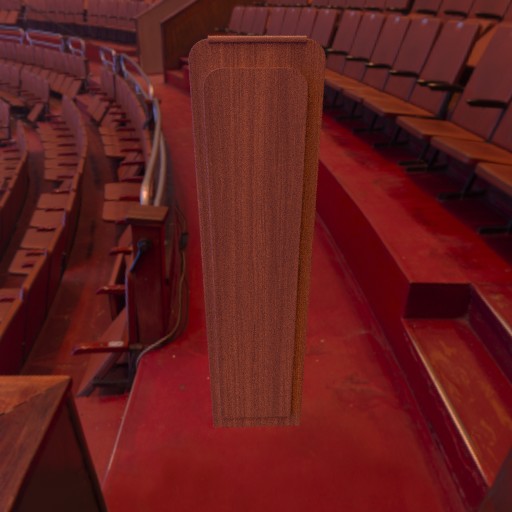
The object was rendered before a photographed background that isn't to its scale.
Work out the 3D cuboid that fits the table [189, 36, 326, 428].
[{"bbox_3d":[0.000,0.000,2.035,0.450,1.830,0.420,-1,29,-1],"label":"table"}]
